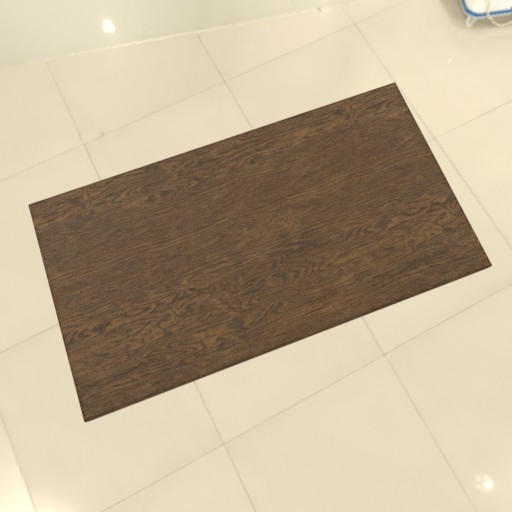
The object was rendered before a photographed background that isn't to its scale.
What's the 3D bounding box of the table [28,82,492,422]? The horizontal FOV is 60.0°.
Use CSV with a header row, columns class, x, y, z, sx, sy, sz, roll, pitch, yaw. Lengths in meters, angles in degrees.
class,x,y,z,sx,sy,sz,roll,pitch,yaw
table,0.000,0.000,2.519,1.989,0.795,1.078,-20,76,-5
